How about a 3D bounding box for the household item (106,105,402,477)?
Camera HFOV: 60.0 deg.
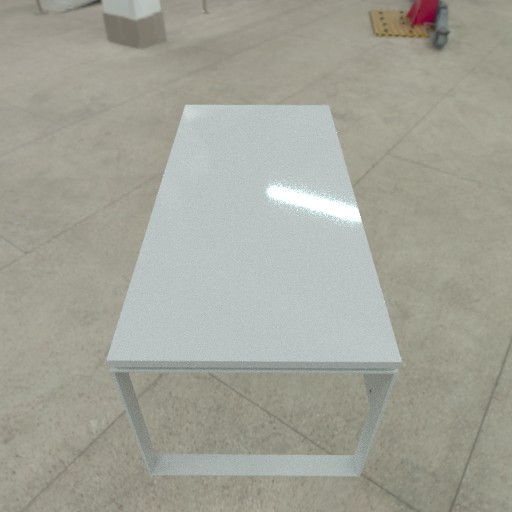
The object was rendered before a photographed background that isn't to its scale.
[{"bbox_3d":[0.000,0.000,2.081,0.800,0.745,1.700,0,42,0],"label":"household item"}]
